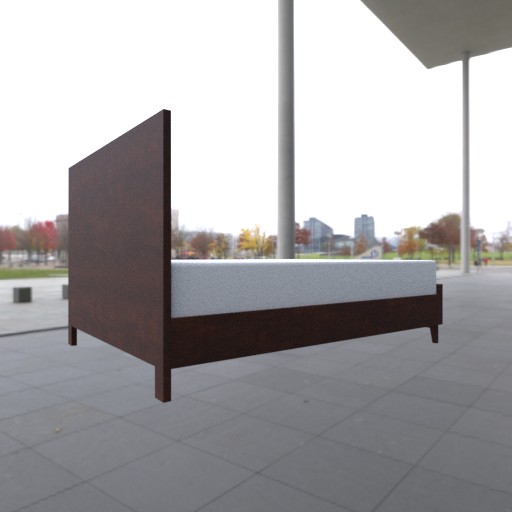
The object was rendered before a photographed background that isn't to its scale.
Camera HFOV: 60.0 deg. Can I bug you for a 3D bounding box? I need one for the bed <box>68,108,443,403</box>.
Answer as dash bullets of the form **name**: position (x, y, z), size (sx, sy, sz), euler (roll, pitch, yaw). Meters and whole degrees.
- **bed**: position (0.000, 0.000, 3.206), size (2.184, 1.270, 1.600), euler (0, 0, -37)
